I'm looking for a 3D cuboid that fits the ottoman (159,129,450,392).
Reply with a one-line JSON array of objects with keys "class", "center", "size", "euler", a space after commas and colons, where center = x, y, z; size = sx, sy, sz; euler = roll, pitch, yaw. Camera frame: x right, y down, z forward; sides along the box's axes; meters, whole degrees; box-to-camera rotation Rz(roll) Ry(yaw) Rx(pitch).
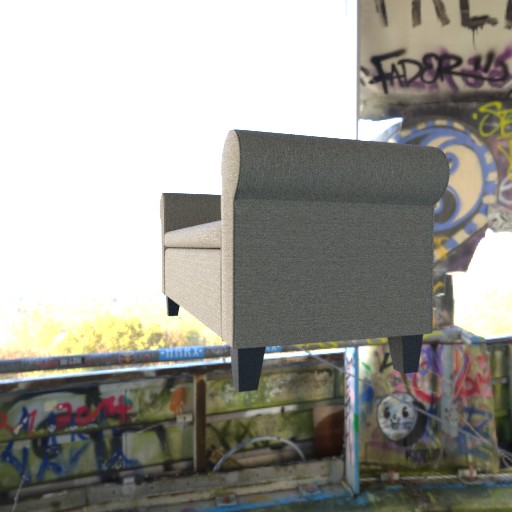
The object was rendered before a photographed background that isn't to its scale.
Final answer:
[{"class": "ottoman", "center": [0.000, 0.000, 1.522], "size": [0.521, 0.547, 1.256], "euler": [0, 1, -19]}]
